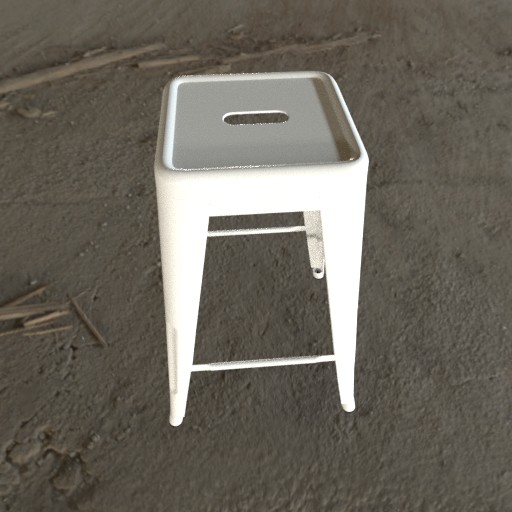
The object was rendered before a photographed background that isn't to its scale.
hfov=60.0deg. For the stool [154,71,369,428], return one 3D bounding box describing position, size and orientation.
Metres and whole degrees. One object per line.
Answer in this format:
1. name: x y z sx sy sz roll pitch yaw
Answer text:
1. stool: 0.000 0.000 0.868 0.406 0.610 0.406 -3 48 -3
